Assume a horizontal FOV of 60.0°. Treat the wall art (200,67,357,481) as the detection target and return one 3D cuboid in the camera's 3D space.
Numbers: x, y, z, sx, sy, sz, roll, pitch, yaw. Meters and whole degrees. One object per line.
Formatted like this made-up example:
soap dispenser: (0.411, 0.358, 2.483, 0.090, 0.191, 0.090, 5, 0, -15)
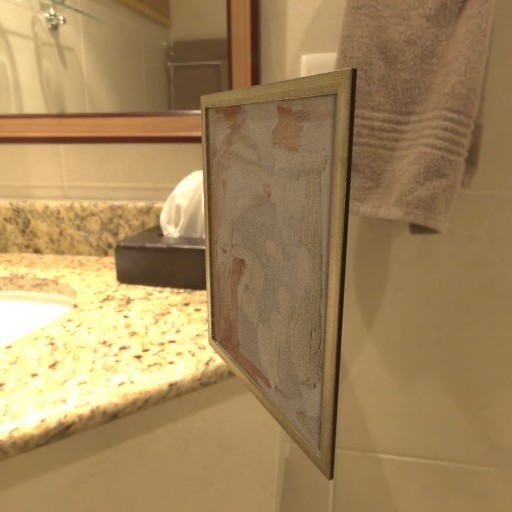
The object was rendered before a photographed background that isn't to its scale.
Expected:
wall art: (0.000, 0.000, 0.777, 0.009, 0.559, 0.483, -8, 18, -26)
